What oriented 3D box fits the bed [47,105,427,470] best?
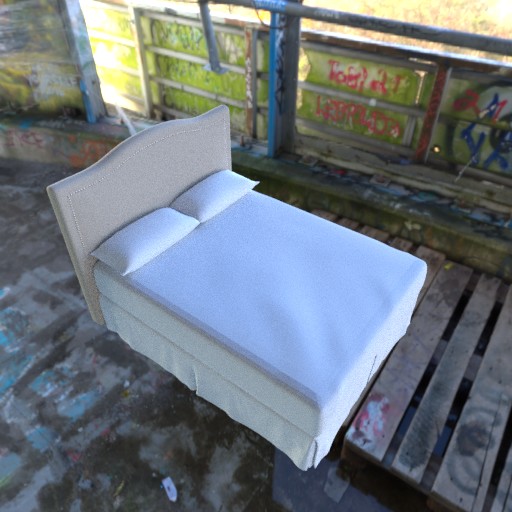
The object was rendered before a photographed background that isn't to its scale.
[{"bbox_3d":[0.000,0.000,3.178,2.052,1.398,1.678,26,47,28],"label":"bed"}]
